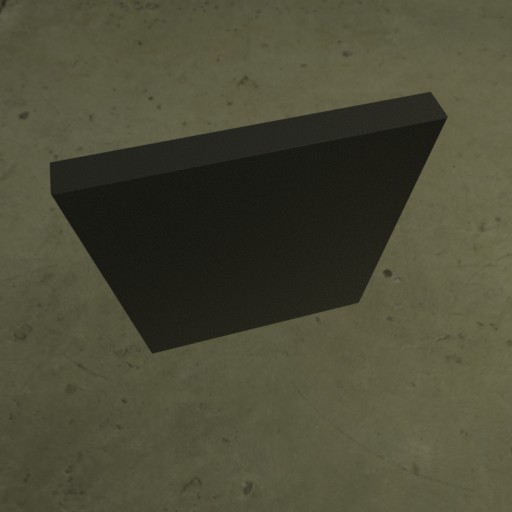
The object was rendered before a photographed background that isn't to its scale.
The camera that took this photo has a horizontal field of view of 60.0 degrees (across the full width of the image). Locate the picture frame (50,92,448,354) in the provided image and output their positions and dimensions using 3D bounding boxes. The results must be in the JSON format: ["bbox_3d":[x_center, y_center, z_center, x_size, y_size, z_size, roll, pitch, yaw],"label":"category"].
[{"bbox_3d":[0.000,0.000,0.526,0.328,0.378,0.034,-13,60,-7],"label":"picture frame"}]
